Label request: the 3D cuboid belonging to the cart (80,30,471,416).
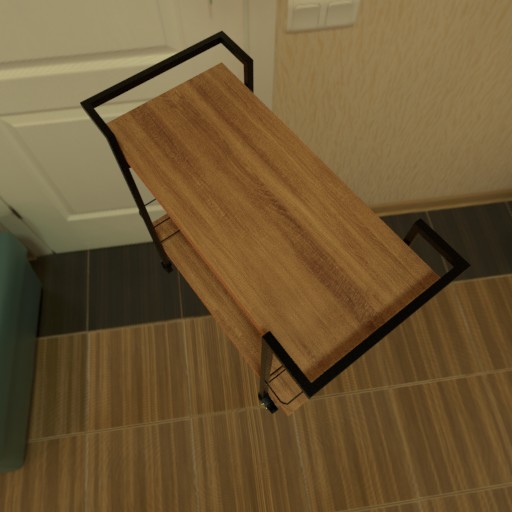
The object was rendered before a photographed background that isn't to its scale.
[{"bbox_3d":[0.000,0.000,1.260,0.406,0.762,0.806,-34,69,-15],"label":"cart"}]
